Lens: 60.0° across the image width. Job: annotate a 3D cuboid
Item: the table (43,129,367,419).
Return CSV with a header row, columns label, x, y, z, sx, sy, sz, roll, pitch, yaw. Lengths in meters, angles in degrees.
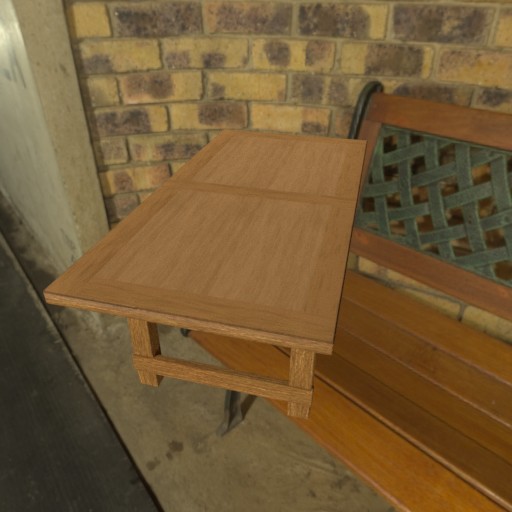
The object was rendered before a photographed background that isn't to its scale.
label,x,y,z,sx,sy,sz,roll,pitch,yaw
table,0.000,0.000,2.430,1.000,0.762,1.982,8,33,13
